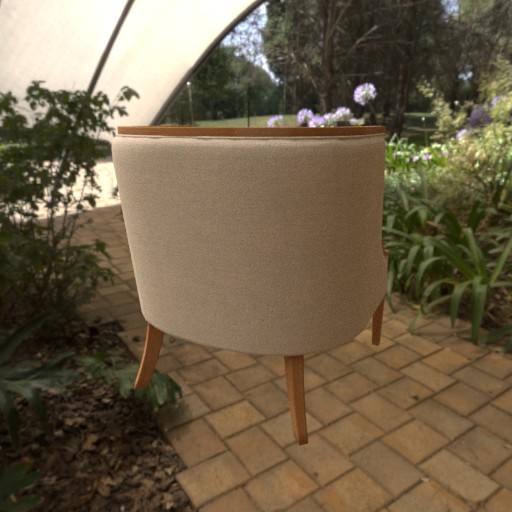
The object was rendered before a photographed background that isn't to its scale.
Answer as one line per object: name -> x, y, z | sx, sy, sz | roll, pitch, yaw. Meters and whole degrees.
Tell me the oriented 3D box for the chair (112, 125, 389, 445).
chair -> 0.000, 0.000, 1.377 | 0.711, 0.775, 0.757 | 8, 19, 26
